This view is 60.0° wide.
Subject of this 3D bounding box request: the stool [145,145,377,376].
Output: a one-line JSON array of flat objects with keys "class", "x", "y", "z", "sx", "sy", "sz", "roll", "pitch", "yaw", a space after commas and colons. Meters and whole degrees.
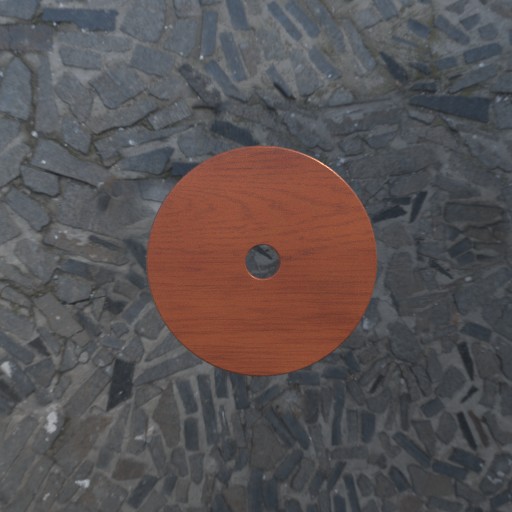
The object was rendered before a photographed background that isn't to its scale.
[{"class": "stool", "x": 0.000, "y": 0.000, "z": 0.944, "sx": 0.455, "sy": 0.610, "sz": 0.455, "roll": 0, "pitch": 92, "yaw": -2}]
